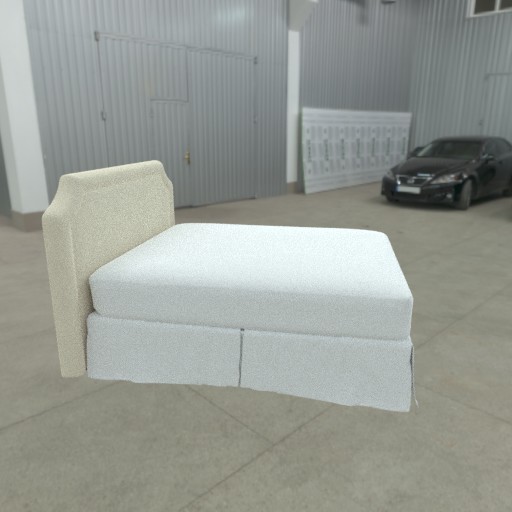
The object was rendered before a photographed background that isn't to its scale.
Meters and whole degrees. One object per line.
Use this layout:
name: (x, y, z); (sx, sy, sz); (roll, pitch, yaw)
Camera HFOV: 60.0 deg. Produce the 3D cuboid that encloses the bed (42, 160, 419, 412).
bed: (0.000, 0.000, 3.319); (2.209, 1.296, 1.827); (3, 16, 10)
